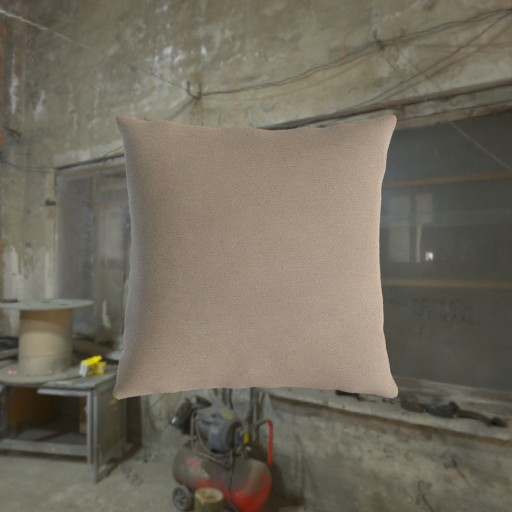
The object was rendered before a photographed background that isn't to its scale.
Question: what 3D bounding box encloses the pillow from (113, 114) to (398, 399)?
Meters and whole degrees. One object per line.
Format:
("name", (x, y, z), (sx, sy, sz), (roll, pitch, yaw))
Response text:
("pillow", (0.000, 0.000, 0.678), (0.433, 0.434, 0.196), (0, -1, -1))
